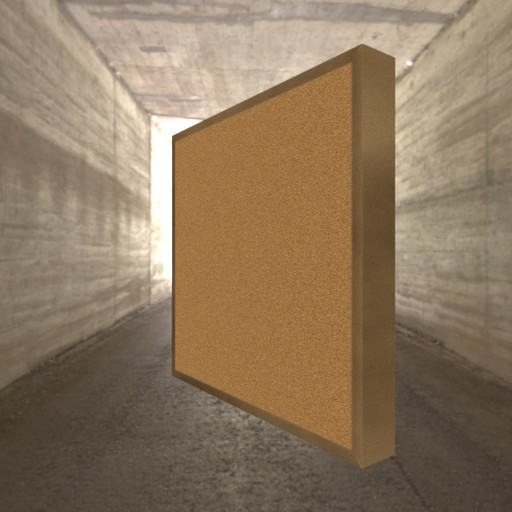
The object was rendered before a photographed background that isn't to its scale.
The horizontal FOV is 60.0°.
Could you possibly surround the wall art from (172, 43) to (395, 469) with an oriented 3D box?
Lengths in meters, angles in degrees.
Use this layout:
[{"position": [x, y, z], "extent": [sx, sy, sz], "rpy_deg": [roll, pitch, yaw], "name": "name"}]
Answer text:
[{"position": [0.000, 0.000, 0.449], "extent": [0.038, 0.303, 0.305], "rpy_deg": [0, 0, -37], "name": "wall art"}]
